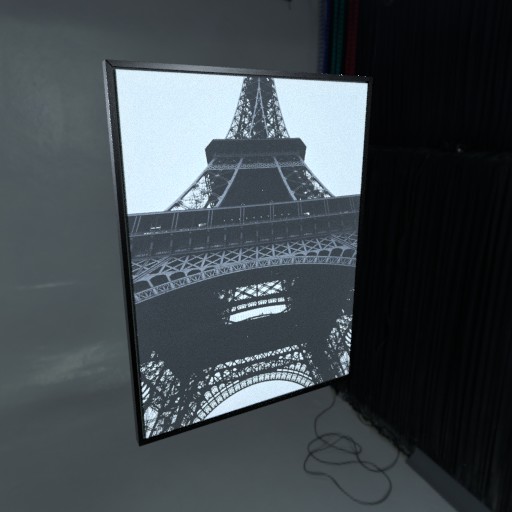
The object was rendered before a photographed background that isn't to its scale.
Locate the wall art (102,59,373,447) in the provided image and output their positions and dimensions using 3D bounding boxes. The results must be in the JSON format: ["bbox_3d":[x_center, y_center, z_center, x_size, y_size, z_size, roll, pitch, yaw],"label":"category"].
[{"bbox_3d":[0.000,0.000,1.365,0.805,1.062,0.040,-8,18,-27],"label":"wall art"}]
